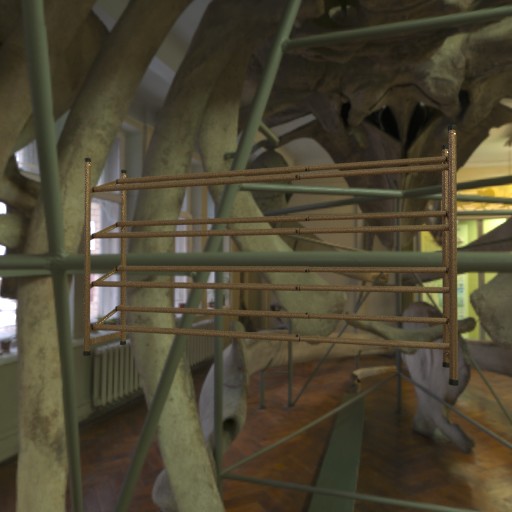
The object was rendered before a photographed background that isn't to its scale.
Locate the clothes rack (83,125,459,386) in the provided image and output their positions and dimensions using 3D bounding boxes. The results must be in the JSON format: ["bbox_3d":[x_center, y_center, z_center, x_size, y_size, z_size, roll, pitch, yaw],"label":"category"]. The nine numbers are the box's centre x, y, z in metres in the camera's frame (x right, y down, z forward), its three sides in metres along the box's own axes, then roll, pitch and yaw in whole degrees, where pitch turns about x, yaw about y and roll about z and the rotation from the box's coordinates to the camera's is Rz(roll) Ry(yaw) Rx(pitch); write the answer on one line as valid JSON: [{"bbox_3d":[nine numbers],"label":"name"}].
[{"bbox_3d":[0.000,0.000,1.428,1.168,0.672,0.229,0,-1,19],"label":"clothes rack"}]
